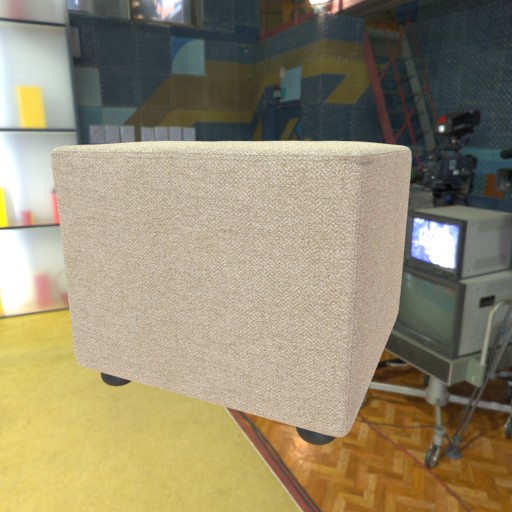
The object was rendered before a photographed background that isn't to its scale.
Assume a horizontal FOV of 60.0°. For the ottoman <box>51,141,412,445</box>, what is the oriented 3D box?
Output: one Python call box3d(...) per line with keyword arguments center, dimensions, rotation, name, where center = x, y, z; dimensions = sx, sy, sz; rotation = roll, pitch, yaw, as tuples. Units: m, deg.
box3d(center=(0.000, 0.000, 0.860), dimensions=(0.508, 0.432, 0.508), rotation=(7, 16, 24), name="ottoman")
